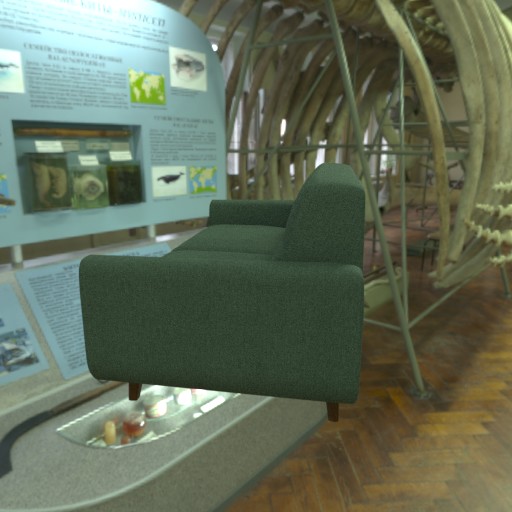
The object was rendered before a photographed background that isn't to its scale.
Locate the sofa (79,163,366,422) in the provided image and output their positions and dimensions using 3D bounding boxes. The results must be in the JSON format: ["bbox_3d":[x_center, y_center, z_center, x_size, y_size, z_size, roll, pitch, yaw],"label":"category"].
[{"bbox_3d":[0.000,0.000,2.120,0.909,0.841,1.631,2,14,10],"label":"sofa"}]
